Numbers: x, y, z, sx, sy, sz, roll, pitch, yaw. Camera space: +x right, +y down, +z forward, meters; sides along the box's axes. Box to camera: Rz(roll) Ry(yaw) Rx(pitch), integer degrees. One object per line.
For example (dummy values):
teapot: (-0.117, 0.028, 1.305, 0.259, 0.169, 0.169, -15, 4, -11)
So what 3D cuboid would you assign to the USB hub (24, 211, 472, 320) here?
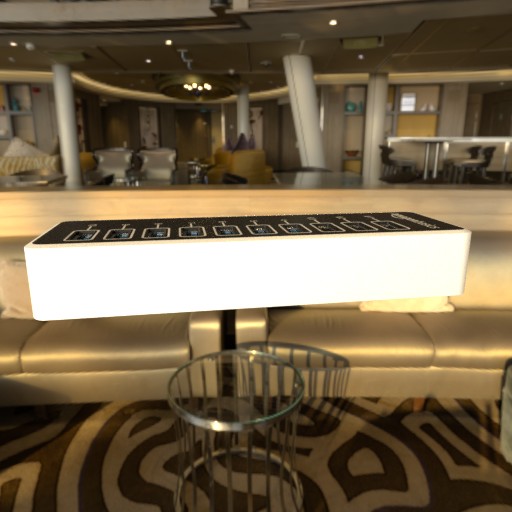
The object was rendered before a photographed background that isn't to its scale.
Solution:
USB hub: (0.000, 0.000, 0.162, 0.145, 0.023, 0.044, -2, 15, -9)
